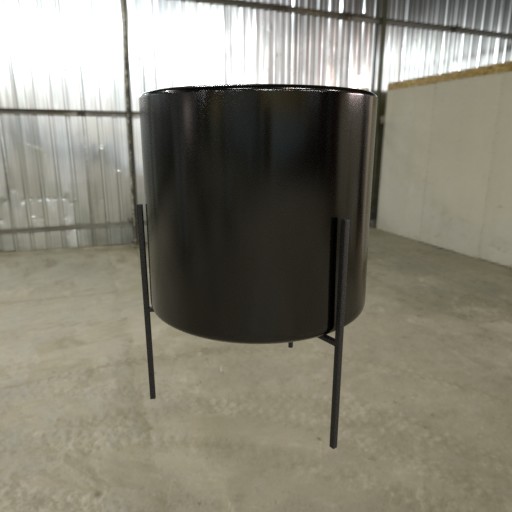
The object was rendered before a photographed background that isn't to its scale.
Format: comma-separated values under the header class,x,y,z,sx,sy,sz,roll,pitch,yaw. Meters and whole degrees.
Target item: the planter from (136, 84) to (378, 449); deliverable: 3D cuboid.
class,x,y,z,sx,sy,sz,roll,pitch,yaw
planter,0.000,0.000,0.634,0.310,0.432,0.310,2,16,8
